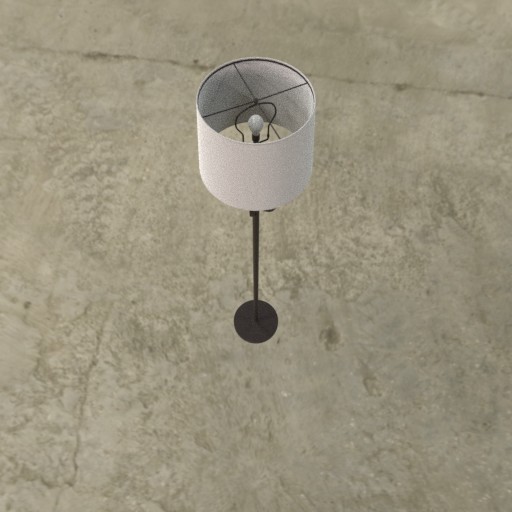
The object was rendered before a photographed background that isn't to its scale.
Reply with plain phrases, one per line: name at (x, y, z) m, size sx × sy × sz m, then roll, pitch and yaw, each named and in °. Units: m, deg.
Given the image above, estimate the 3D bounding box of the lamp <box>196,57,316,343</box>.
lamp at (0.000, 0.000, 1.584) m, size 0.286 × 1.462 × 0.286 m, roll 32°, pitch 67°, yaw 15°
